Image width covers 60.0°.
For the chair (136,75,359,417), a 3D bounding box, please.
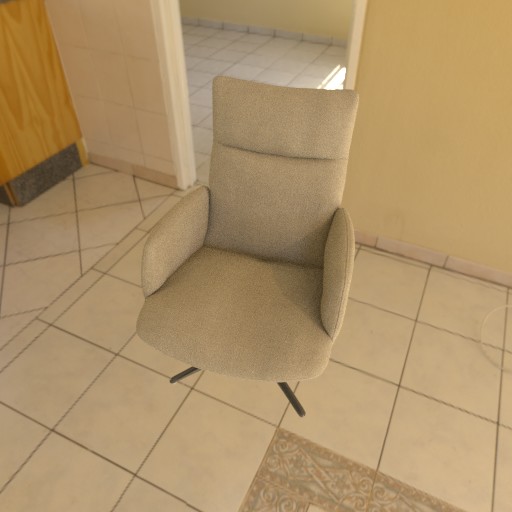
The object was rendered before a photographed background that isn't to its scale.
[{"bbox_3d":[0.000,0.000,1.657,0.711,1.016,0.889,11,43,12],"label":"chair"}]
